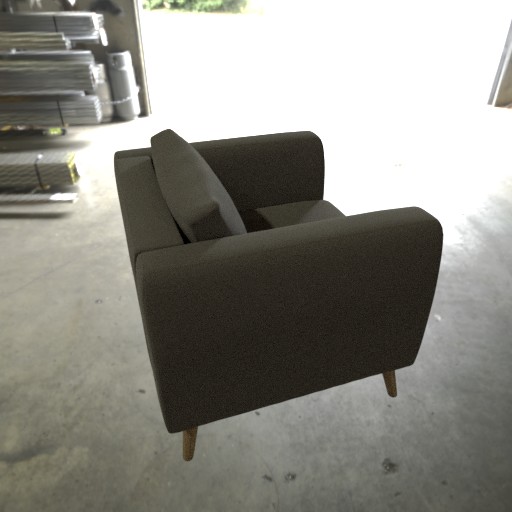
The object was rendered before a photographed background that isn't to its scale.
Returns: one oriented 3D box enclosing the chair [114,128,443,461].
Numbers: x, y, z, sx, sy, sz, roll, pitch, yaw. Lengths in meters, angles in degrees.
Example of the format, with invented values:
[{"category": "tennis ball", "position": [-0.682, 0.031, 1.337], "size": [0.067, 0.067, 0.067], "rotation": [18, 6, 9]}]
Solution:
[{"category": "chair", "position": [0.000, 0.000, 1.722], "size": [0.930, 0.860, 1.000], "rotation": [-11, 35, -16]}]
